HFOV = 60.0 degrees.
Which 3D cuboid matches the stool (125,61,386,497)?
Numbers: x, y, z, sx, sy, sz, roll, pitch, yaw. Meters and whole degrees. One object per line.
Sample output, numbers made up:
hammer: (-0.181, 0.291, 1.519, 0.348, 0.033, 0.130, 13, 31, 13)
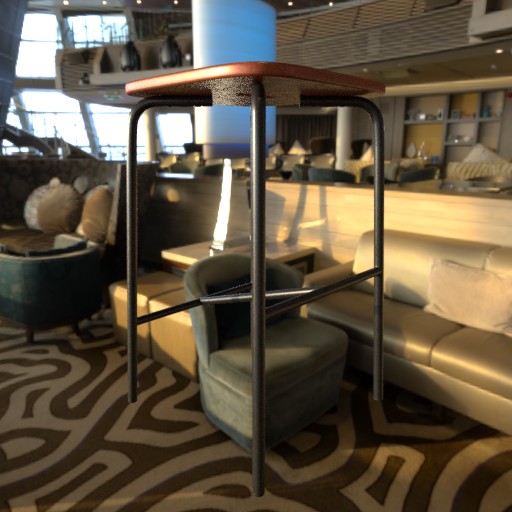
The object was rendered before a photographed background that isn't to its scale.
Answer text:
stool: (0.000, 0.000, 0.840, 0.376, 0.610, 0.376, 13, 19, 42)
